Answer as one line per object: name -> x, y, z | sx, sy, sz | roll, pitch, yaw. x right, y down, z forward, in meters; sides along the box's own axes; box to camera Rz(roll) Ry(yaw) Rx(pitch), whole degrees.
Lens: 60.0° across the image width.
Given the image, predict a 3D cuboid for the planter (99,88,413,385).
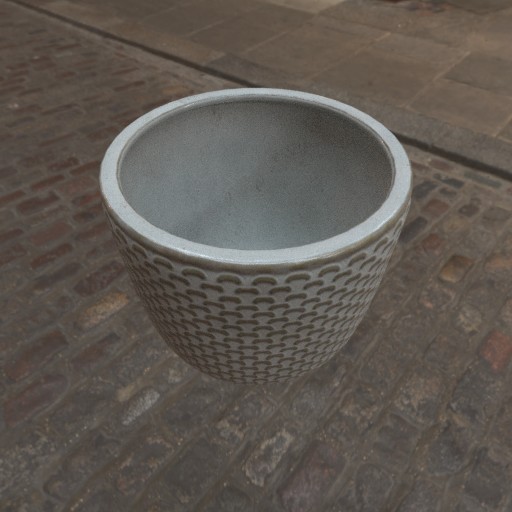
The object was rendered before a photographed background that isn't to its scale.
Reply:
planter -> 0.000, 0.000, 0.302 | 0.173, 0.160, 0.173 | 0, 45, 0
